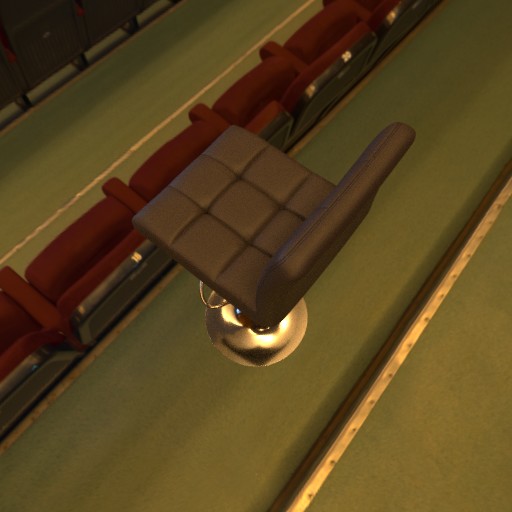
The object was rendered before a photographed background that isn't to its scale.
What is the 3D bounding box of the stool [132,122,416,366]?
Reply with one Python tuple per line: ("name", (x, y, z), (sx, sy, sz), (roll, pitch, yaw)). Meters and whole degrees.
("stool", (0.000, 0.000, 1.343), (0.505, 1.115, 0.430), (35, 69, 16))
